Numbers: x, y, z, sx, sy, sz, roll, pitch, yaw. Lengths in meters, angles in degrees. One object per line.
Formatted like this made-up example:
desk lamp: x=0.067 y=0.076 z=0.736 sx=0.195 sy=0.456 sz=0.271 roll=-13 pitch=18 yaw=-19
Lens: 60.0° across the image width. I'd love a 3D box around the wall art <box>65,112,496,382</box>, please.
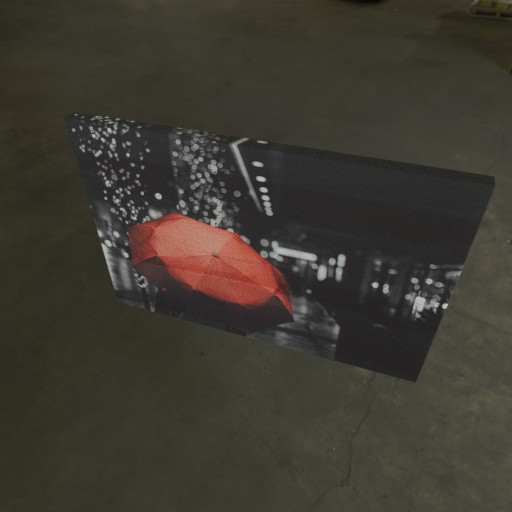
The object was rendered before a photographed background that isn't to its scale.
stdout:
wall art: x=0.000 y=0.000 z=1.110 sx=0.914 sy=0.609 sz=0.038 roll=13 pitch=42 yaw=14
